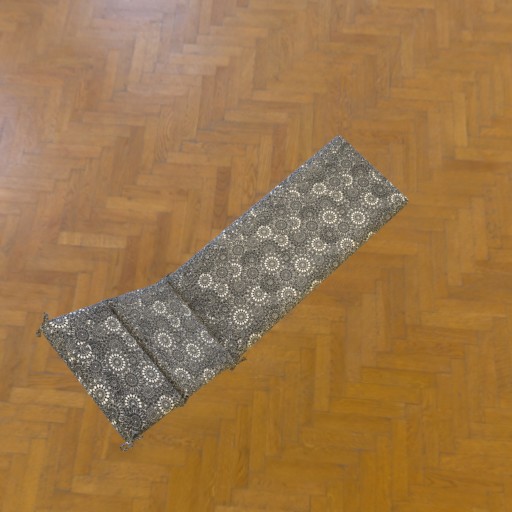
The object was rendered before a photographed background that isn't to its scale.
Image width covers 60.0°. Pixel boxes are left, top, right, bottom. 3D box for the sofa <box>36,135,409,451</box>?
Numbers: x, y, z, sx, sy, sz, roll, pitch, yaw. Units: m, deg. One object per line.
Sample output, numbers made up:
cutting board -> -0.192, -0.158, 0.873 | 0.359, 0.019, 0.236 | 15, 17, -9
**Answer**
sofa -> 0.000, 0.000, 1.935 | 1.663, 0.622, 0.582 | -41, 78, -10
